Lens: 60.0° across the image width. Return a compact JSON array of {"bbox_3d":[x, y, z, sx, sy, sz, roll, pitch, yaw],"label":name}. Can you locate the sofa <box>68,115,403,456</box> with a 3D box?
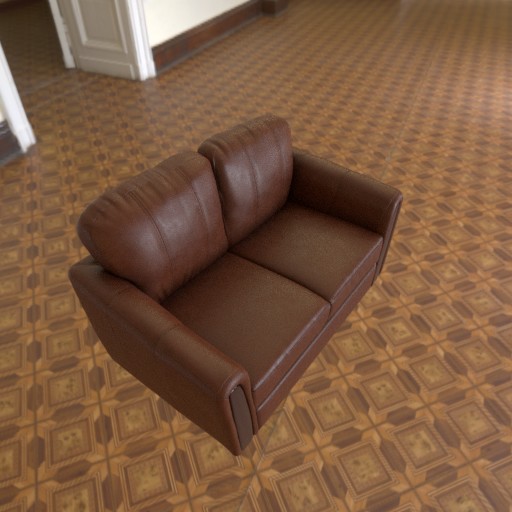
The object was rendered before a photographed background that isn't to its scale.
[{"bbox_3d":[0.000,0.000,2.005,0.805,0.906,1.406,26,47,27],"label":"sofa"}]
